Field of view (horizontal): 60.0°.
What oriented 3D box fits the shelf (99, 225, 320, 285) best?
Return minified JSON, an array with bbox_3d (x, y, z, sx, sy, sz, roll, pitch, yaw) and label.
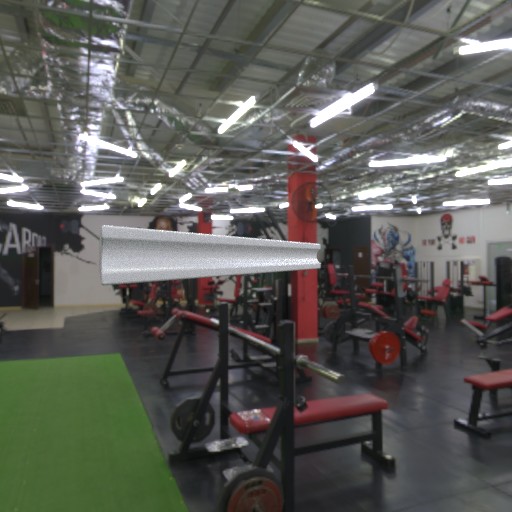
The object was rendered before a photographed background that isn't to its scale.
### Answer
[{"bbox_3d":[0.000,0.000,0.442,0.296,0.035,0.296,0,0,-19],"label":"shelf"}]
